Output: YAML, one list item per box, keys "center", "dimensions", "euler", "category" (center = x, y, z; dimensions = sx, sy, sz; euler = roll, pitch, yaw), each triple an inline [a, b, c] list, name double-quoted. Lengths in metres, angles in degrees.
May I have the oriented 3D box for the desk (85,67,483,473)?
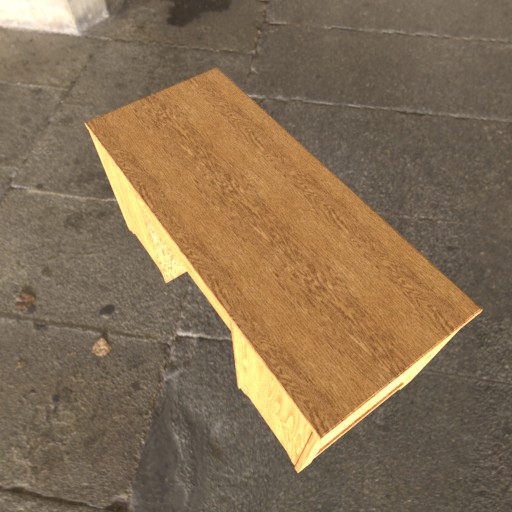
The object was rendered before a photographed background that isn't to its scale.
- center: [0.000, 0.000, 1.970]
  dimensions: [0.685, 0.751, 1.567]
  euler: [-31, 62, -18]
  category: "desk"
